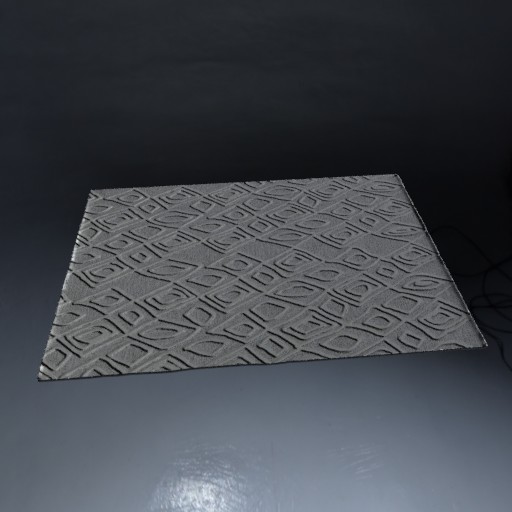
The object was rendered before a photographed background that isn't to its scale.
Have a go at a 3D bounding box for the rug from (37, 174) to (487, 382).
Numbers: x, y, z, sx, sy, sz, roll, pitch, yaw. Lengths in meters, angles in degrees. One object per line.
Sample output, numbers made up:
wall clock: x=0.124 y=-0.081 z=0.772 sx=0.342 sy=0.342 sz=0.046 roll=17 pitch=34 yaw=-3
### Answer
rug: x=0.000 y=0.000 z=2.207 sx=1.832 sy=0.016 sz=1.224 roll=-4 pitch=46 yaw=-3
